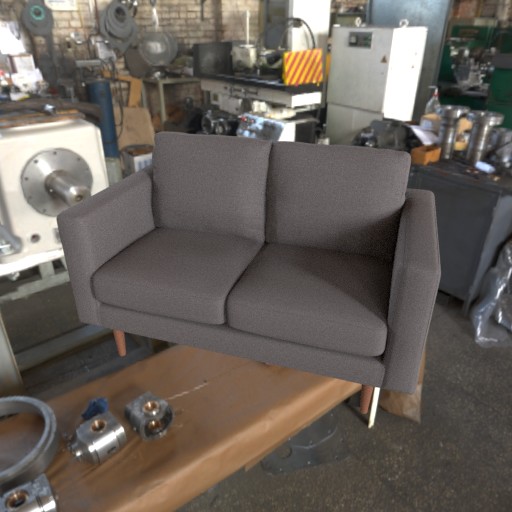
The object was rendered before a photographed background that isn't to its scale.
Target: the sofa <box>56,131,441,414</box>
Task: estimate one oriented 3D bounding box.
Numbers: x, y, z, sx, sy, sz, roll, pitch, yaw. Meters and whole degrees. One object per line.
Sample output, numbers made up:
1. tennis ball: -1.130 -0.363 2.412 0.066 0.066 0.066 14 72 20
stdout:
1. sofa: 0.000 0.000 1.951 1.430 0.908 0.796 9 29 16
